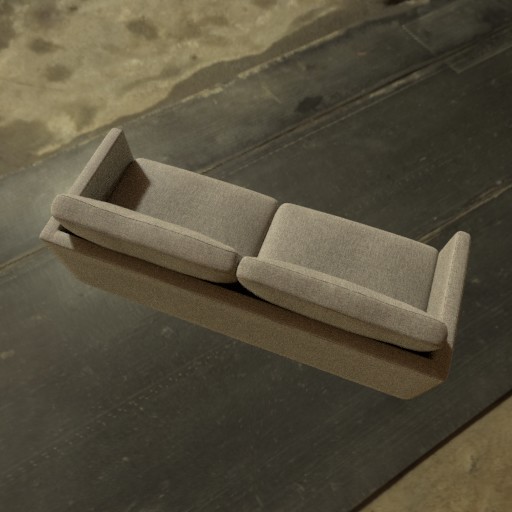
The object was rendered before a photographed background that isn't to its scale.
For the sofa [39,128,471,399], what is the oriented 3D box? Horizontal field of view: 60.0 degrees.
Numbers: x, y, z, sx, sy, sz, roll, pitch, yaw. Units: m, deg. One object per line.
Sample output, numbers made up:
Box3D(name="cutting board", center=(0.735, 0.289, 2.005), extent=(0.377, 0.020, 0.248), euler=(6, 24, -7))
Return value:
Box3D(name="sofa", center=(0.000, 0.000, 2.859), extent=(2.434, 0.951, 0.948), euler=(18, 65, 9))
